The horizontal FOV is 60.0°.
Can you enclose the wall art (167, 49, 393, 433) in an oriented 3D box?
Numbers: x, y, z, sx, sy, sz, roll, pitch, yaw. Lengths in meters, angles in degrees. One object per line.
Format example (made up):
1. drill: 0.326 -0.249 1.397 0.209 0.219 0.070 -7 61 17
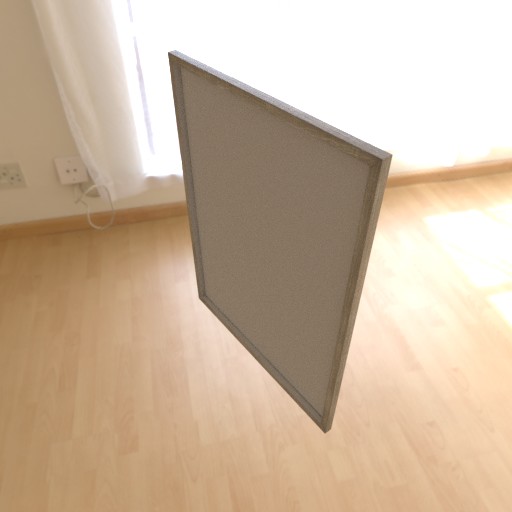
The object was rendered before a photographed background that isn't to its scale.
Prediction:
1. wall art: 0.000 0.000 1.372 0.035 1.022 0.781 -28 48 -28
